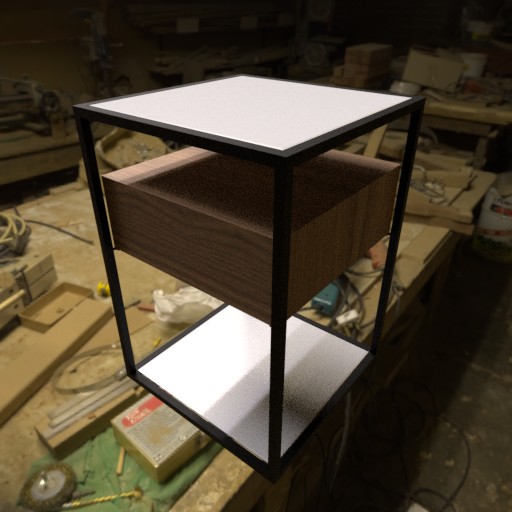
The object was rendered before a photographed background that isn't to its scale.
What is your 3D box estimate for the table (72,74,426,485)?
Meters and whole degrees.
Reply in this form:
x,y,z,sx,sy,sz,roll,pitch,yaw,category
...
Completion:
x,y,z,sx,sy,sz,roll,pitch,yaw,category
0.000,0.000,0.802,0.378,0.540,0.378,22,37,32,table
